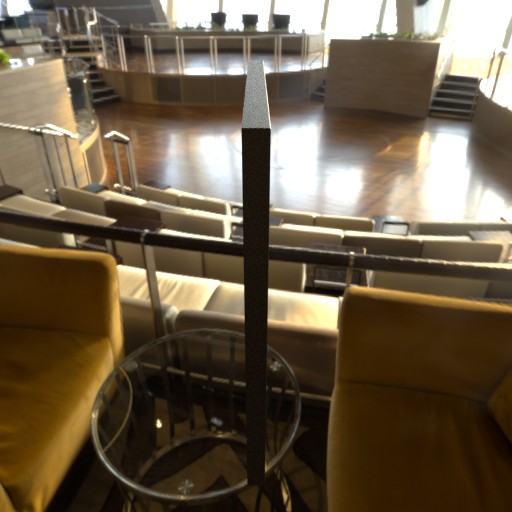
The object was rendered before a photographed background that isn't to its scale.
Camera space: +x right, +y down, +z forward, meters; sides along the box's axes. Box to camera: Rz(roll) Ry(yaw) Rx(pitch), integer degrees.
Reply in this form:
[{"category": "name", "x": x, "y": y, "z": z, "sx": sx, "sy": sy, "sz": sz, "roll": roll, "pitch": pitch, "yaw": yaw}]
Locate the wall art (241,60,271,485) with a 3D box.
[{"category": "wall art", "x": 0.000, "y": 0.000, "z": 0.690, "sx": 0.025, "sy": 0.508, "sz": 0.432, "roll": 0, "pitch": 31, "yaw": 0}]
